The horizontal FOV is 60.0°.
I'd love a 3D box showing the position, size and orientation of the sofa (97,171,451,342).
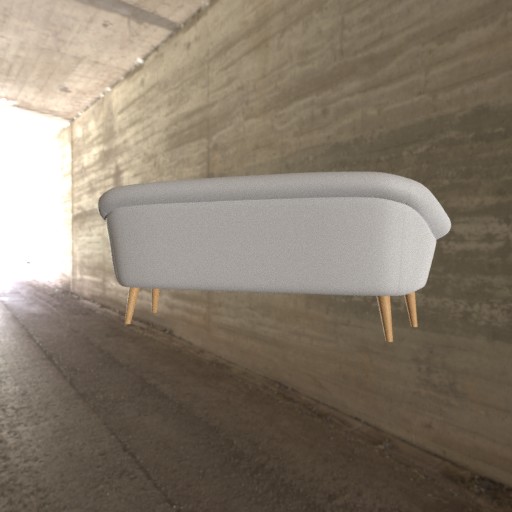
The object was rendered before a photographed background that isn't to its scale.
[{"bbox_3d":[0.000,0.000,2.618,2.160,0.795,0.827,0,1,20],"label":"sofa"}]
